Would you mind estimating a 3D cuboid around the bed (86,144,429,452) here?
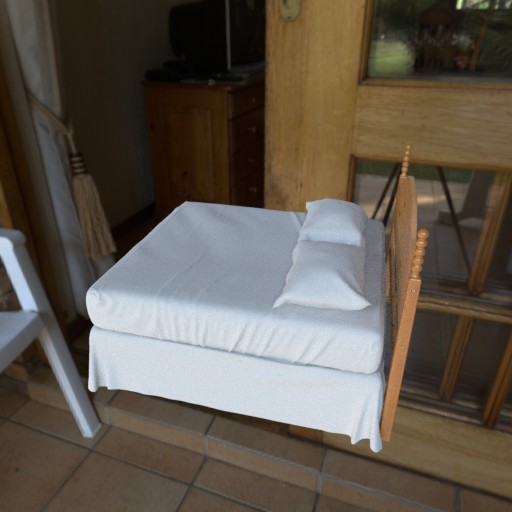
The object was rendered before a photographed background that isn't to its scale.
[{"bbox_3d":[0.000,0.000,3.197,2.040,1.356,1.873,7,29,13],"label":"bed"}]
